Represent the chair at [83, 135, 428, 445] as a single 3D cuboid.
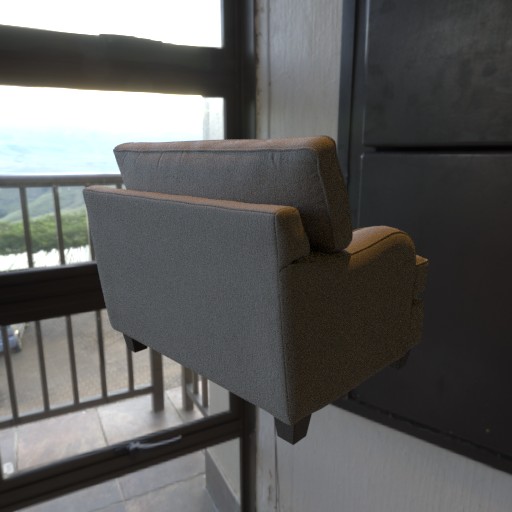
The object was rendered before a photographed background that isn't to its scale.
[{"bbox_3d":[0.000,0.000,2.014,1.220,1.016,1.041,13,18,43],"label":"chair"}]
